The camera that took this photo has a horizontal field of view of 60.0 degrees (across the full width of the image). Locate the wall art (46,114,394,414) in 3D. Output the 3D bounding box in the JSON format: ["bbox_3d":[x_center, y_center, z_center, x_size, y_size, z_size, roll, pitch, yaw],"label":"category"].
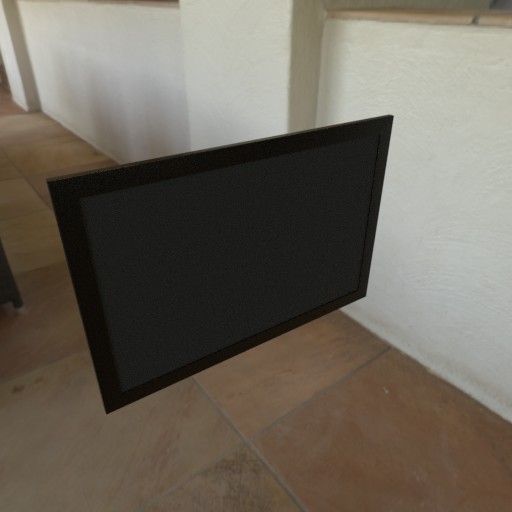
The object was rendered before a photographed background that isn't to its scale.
[{"bbox_3d":[0.000,0.000,0.853,0.660,0.447,0.013,-19,35,-29],"label":"wall art"}]
